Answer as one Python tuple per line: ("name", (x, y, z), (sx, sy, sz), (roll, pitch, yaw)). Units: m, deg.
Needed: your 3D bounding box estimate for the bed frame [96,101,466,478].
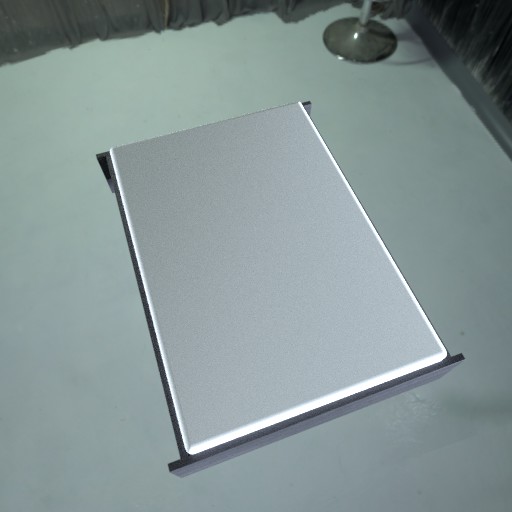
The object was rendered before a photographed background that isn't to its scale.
("bed frame", (0.000, 0.000, 2.632), (1.490, 0.432, 1.950), (-17, 61, -10))
